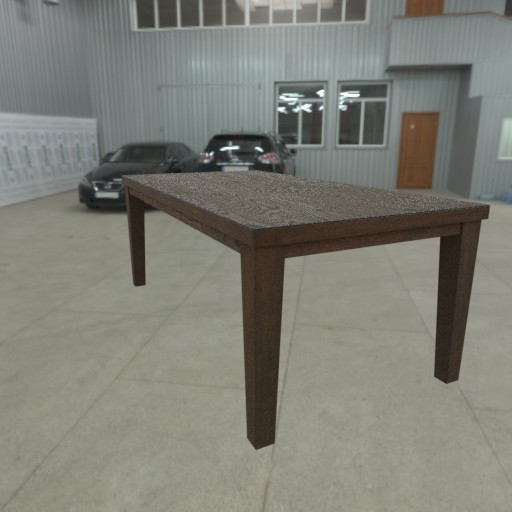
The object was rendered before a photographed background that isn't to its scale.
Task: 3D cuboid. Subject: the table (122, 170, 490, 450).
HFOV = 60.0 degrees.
[{"bbox_3d":[0.000,0.000,2.430,1.016,0.762,1.981,-8,17,-26],"label":"table"}]
